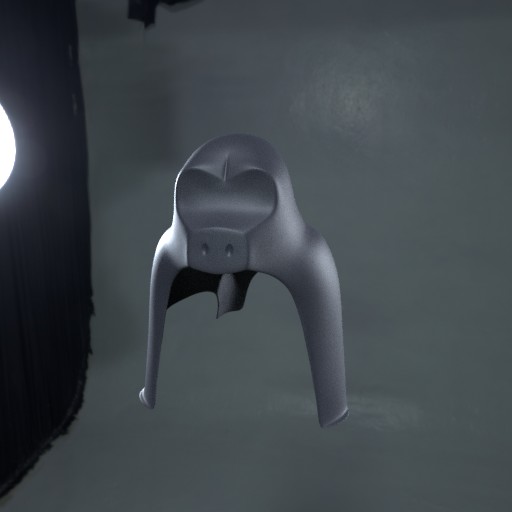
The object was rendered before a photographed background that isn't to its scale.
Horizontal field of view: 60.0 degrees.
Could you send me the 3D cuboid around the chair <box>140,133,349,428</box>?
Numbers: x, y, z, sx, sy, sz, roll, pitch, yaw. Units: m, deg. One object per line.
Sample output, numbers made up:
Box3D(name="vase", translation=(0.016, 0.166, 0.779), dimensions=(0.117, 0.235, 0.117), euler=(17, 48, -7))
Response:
Box3D(name="chair", translation=(0.000, 0.000, 1.143), dimensions=(0.490, 0.600, 0.758), euler=(3, 14, 10))
